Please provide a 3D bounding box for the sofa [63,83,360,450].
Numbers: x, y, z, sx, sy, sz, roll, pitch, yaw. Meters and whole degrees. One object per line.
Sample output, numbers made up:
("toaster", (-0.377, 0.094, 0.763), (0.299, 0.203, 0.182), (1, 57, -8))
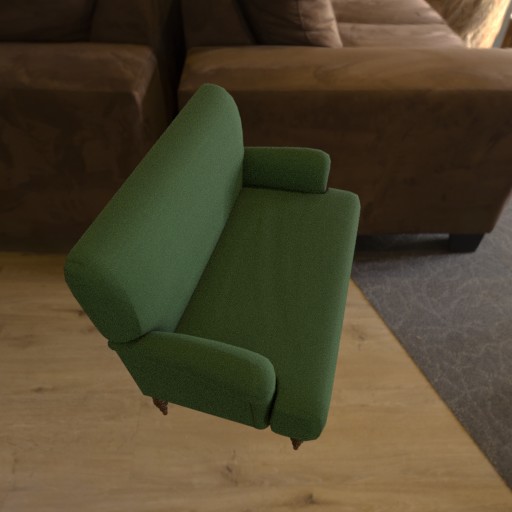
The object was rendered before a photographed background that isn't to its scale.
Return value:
("sofa", (0.000, 0.000, 1.808), (0.779, 0.889, 1.297), (11, 47, 10))
